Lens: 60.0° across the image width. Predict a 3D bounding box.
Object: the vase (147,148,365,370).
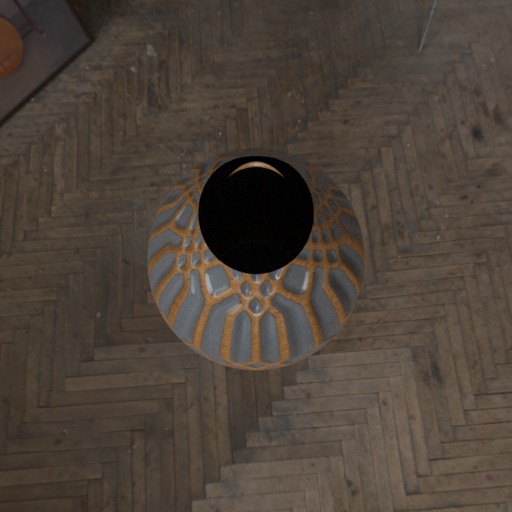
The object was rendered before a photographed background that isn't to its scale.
[{"bbox_3d":[0.000,0.000,0.139,0.069,0.088,0.069,0,74,0],"label":"vase"}]
